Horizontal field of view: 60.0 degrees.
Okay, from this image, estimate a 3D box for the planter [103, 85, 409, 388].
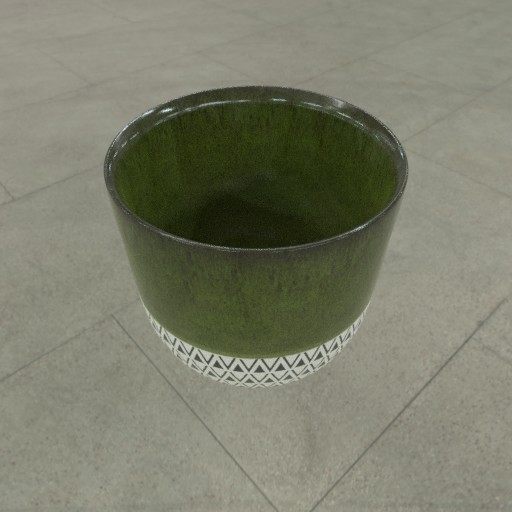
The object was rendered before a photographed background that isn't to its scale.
[{"bbox_3d":[0.000,0.000,0.491,0.266,0.270,0.266,0,45,0],"label":"planter"}]
